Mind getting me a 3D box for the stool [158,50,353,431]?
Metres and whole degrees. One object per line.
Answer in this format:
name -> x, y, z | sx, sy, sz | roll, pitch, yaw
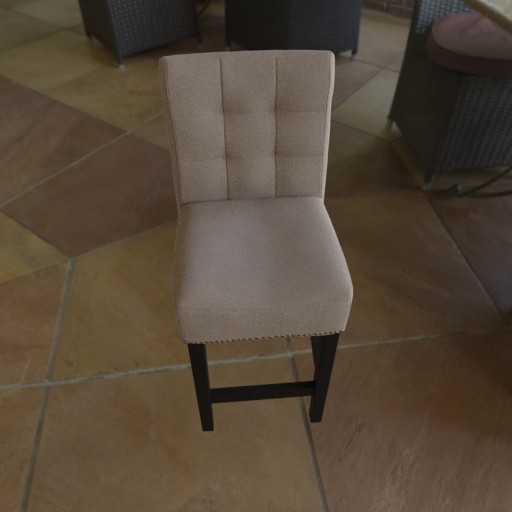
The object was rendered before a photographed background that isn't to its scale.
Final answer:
stool -> 0.000, 0.000, 1.200 | 0.427, 0.885, 0.571 | -3, 46, -3
